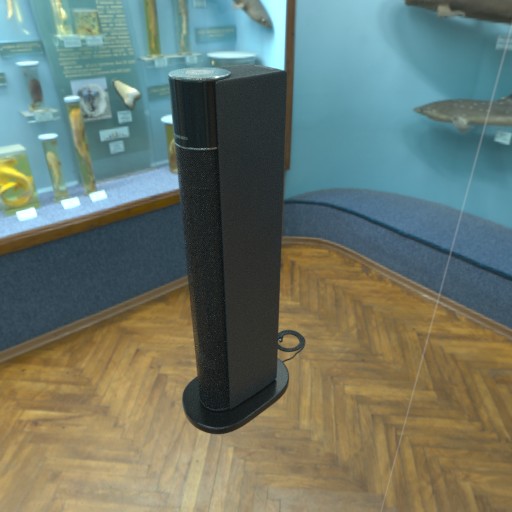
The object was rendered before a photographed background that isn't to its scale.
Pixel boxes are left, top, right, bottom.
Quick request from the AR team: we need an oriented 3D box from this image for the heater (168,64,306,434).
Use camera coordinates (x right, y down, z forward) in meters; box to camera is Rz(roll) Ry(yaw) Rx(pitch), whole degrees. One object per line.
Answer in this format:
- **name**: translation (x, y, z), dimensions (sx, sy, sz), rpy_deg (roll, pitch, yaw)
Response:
- **heater**: translation (0.000, 0.000, 1.070), dimensions (0.458, 0.856, 0.214), rpy_deg (-22, 38, -31)
